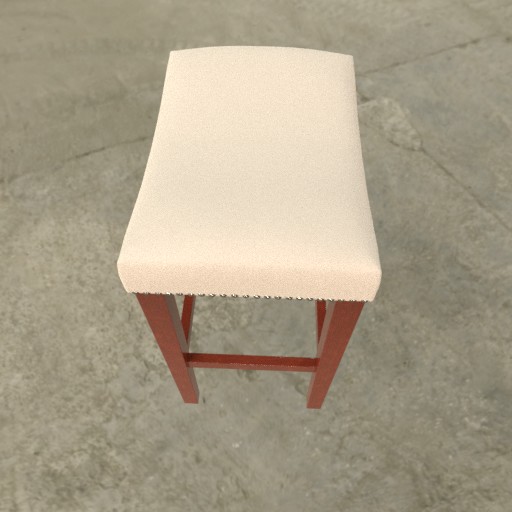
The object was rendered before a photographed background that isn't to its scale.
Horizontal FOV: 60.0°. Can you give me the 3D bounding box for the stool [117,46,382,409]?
[{"bbox_3d":[0.000,0.000,1.009,0.372,0.742,0.504,2,57,1],"label":"stool"}]
